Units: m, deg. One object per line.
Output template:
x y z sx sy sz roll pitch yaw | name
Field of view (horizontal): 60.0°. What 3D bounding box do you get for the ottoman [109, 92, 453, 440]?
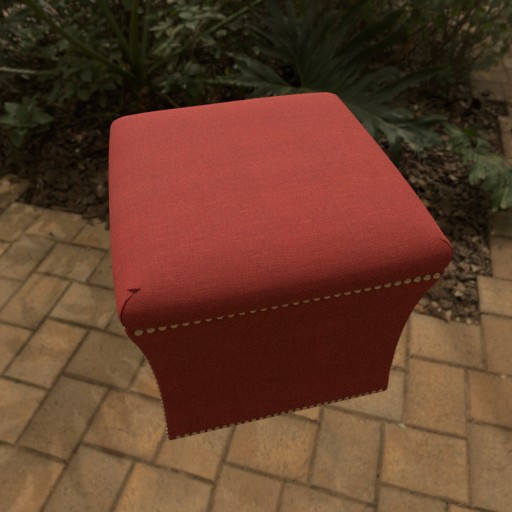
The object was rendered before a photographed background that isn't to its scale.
0.000 0.000 0.901 0.497 0.475 0.507 -10 47 -9 | ottoman
